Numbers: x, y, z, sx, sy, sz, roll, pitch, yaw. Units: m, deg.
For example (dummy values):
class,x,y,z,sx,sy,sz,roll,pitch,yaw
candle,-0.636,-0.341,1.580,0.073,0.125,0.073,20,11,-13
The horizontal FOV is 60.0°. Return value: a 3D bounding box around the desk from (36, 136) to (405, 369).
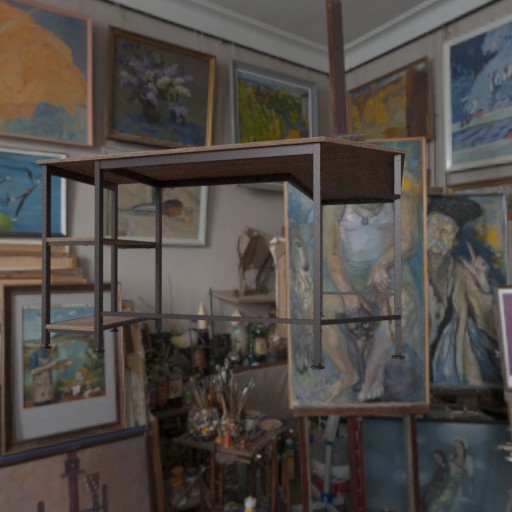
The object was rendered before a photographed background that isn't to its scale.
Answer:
class,x,y,z,sx,sy,sz,roll,pitch,yaw
desk,0.000,0.000,2.189,1.379,0.739,1.379,0,-1,17
